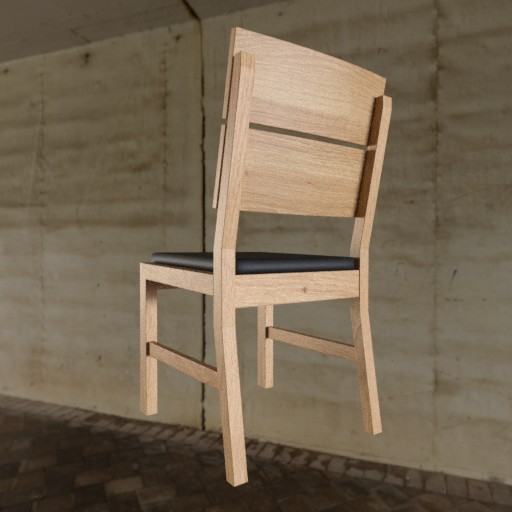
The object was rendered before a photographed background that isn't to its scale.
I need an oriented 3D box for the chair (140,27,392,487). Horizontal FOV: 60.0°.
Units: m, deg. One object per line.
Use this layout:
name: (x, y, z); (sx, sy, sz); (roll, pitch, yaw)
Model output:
chair: (0.000, 0.000, 1.259); (0.475, 0.950, 0.569); (-1, 1, -36)
